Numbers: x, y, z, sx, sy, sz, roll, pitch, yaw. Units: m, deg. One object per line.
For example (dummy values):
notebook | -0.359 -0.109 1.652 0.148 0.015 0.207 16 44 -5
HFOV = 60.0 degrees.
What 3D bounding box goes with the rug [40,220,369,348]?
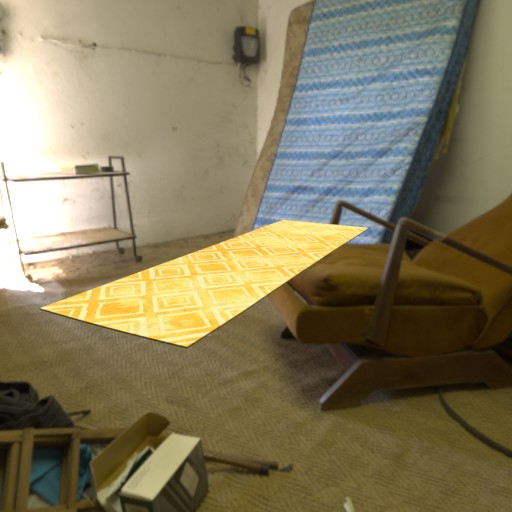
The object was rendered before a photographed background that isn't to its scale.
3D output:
rug | 0.000 0.000 2.719 0.775 0.010 2.438 8 16 27
